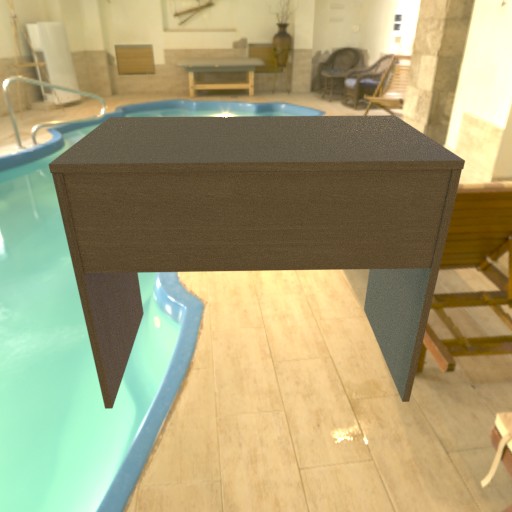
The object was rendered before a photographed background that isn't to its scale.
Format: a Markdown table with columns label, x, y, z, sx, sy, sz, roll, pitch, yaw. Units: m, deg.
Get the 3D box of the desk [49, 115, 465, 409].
| label | x | y | z | sx | sy | sz | roll | pitch | yaw |
| --- | --- | --- | --- | --- | --- | --- | --- | --- | --- |
| desk | 0.000 | 0.000 | 1.339 | 0.893 | 0.724 | 0.498 | -1 | 28 | -1 |
